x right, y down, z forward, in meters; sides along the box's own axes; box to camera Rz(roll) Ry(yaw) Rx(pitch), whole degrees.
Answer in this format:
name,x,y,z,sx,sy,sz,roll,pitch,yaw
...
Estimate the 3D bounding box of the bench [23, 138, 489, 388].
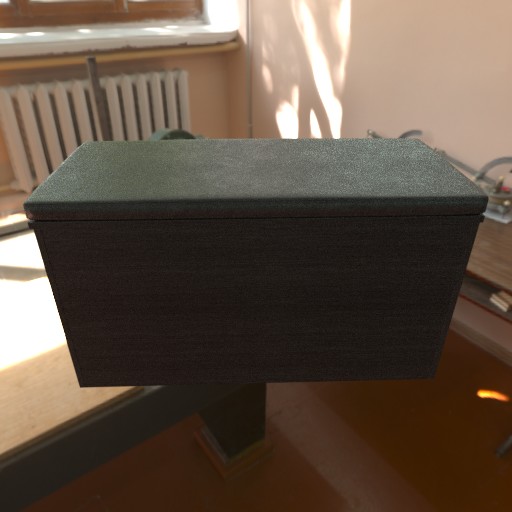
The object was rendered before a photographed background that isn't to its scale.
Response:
name,x,y,z,sx,sy,sz,roll,pitch,yaw
bench,0.000,0.000,1.148,0.905,0.501,0.401,-1,31,-2
